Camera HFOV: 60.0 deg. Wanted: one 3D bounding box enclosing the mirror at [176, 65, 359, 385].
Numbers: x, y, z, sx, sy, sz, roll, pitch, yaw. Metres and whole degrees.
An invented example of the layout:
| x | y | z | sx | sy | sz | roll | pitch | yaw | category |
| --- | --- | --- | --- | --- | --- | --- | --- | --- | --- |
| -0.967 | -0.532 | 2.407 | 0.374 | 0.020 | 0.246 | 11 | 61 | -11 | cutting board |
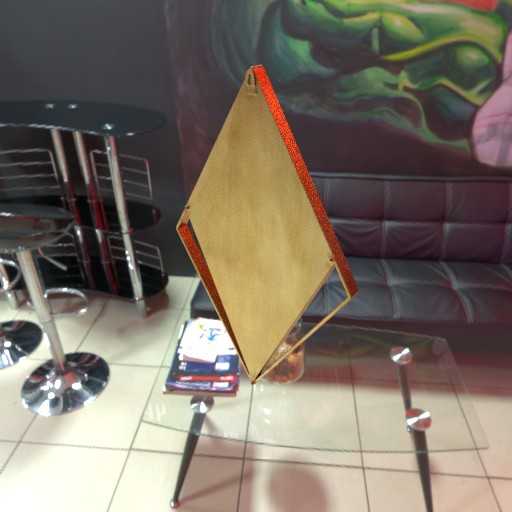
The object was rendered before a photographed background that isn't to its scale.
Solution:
| x | y | z | sx | sy | sz | roll | pitch | yaw | category |
| --- | --- | --- | --- | --- | --- | --- | --- | --- | --- |
| 0.000 | 0.000 | 0.854 | 0.419 | 0.679 | 0.032 | 21 | 37 | 32 | mirror |
